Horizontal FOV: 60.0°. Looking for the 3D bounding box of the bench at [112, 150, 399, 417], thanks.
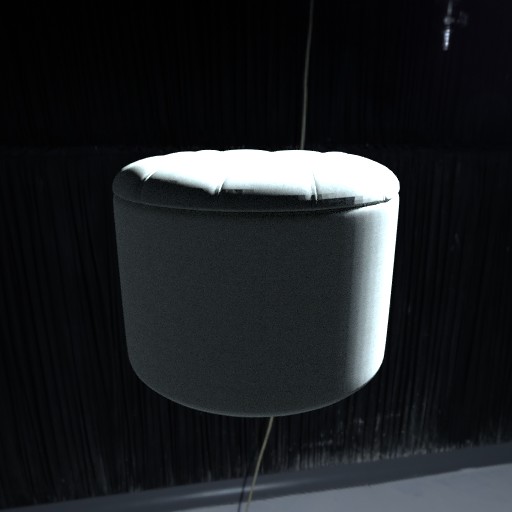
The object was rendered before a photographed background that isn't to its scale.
[{"bbox_3d":[0.000,0.000,1.013,0.600,0.453,0.600,0,17,0],"label":"bench"}]
